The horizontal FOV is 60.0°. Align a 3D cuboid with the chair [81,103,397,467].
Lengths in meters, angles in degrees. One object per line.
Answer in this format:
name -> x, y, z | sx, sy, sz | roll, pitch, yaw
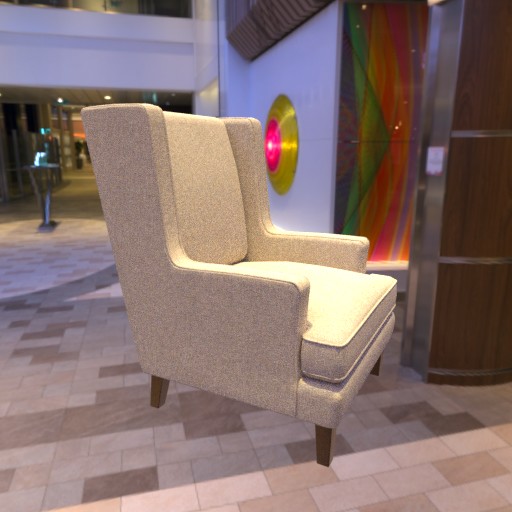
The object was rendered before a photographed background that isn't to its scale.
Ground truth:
chair -> 0.000, 0.000, 1.710 | 0.948, 1.082, 0.764 | 7, 15, 27
